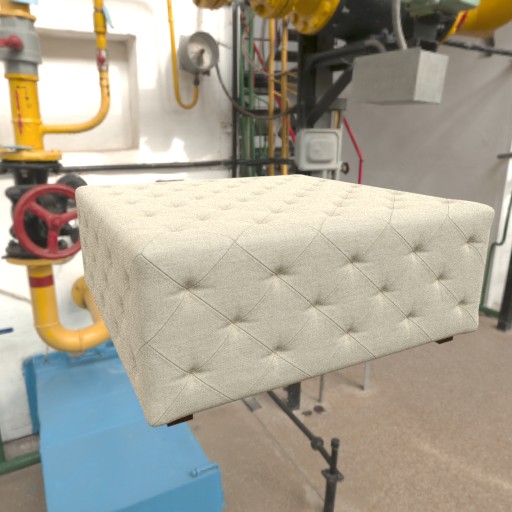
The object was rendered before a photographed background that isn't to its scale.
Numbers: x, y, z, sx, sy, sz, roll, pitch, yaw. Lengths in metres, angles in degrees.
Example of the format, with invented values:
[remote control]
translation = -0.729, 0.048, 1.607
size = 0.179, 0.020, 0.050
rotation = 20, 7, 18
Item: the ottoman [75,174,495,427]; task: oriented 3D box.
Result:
[ottoman]
translation = 0.000, 0.000, 1.523
size = 1.028, 0.439, 1.028
rotation = -8, 18, -26
